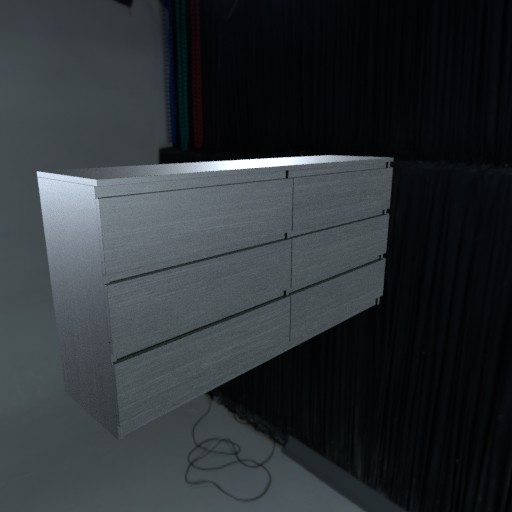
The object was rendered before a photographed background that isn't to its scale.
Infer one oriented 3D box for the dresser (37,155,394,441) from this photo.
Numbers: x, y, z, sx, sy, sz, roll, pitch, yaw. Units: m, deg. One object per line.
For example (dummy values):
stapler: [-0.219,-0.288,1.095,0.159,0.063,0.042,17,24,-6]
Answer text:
dresser: [0.000,0.000,1.929,0.400,0.795,1.590,14,21,42]
